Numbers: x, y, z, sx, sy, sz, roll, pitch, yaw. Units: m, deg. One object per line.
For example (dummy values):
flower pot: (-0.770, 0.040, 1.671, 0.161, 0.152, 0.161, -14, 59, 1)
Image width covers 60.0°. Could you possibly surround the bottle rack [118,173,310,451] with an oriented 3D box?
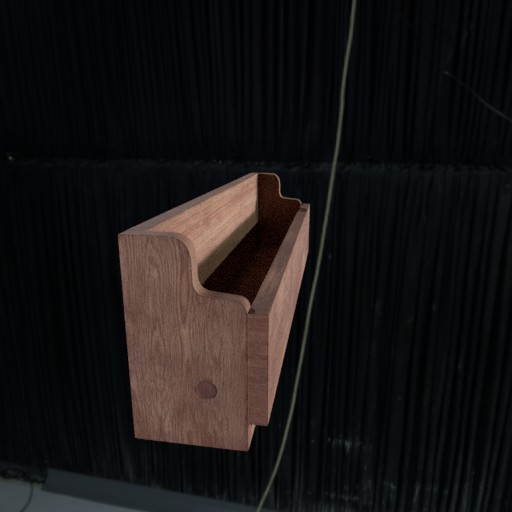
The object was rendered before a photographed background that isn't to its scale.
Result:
bottle rack: (0.000, 0.000, 0.669, 0.126, 0.196, 0.608, 3, 16, 9)
